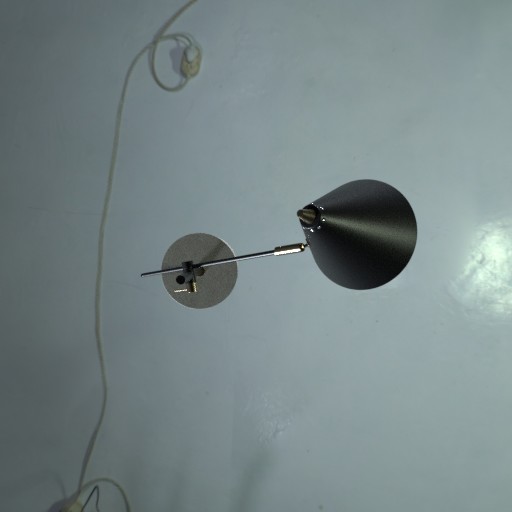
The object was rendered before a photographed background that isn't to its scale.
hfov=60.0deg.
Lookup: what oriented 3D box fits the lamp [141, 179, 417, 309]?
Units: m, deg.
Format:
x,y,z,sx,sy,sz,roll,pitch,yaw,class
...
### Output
x,y,z,sx,sy,sz,roll,pitch,yaw,class
0.000,0.000,0.721,0.403,0.518,0.214,0,91,-2,lamp
